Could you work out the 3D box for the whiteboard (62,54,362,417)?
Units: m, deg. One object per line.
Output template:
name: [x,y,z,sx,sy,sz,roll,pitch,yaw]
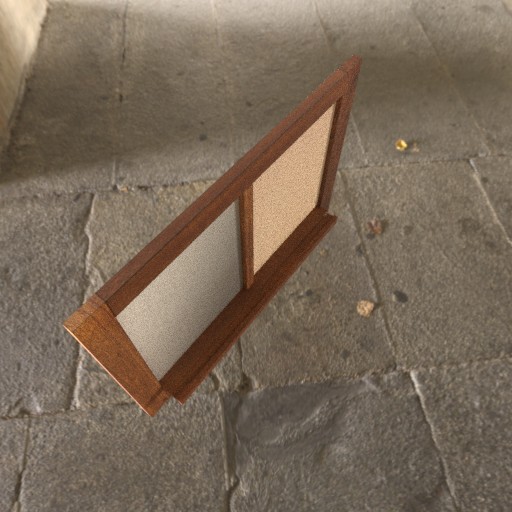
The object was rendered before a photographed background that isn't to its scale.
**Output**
whiteboard: [0.000,0.000,1.010,0.083,0.559,0.783,34,64,19]
